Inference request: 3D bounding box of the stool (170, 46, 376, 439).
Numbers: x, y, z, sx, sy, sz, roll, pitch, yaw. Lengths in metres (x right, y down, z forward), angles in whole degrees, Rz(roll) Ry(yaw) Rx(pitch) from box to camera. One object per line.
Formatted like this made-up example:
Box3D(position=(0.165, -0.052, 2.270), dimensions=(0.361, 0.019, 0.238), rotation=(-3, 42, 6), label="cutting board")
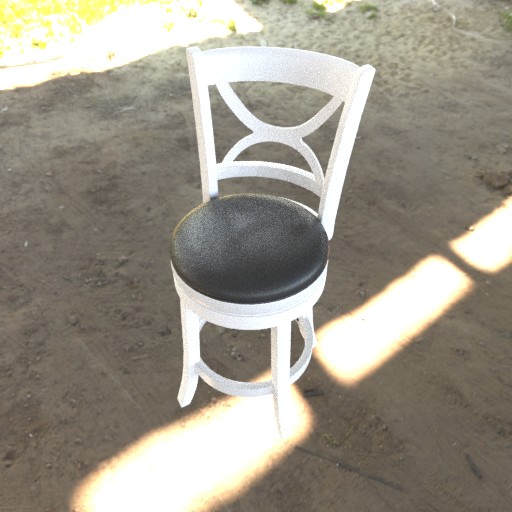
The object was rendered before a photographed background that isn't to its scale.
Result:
Box3D(position=(0.000, 0.000, 1.212), dimensions=(0.444, 0.953, 0.508), rotation=(12, 43, 14), label="stool")
